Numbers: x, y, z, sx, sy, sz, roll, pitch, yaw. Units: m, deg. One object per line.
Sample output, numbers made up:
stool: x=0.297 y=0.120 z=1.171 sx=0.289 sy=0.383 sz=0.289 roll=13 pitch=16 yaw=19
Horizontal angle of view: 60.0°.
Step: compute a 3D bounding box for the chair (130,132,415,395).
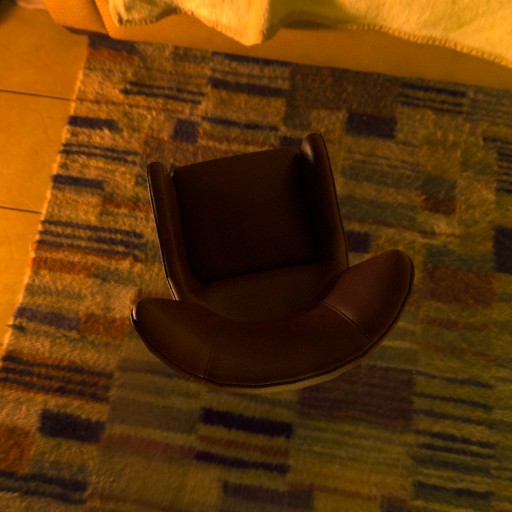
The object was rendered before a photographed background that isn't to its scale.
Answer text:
chair: x=0.000 y=0.000 z=1.600 sx=0.692 sy=1.048 sz=0.914 roll=-11 pitch=75 yaw=-3
